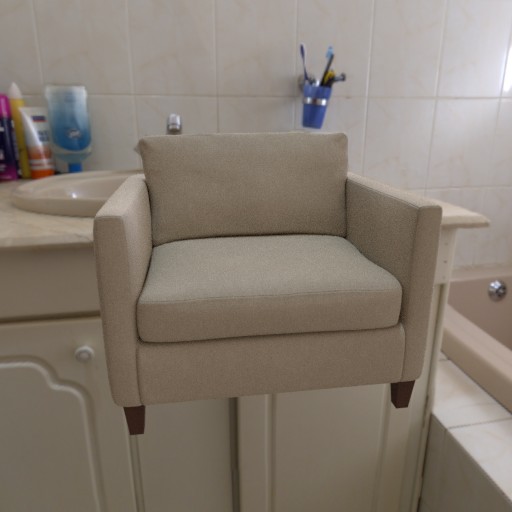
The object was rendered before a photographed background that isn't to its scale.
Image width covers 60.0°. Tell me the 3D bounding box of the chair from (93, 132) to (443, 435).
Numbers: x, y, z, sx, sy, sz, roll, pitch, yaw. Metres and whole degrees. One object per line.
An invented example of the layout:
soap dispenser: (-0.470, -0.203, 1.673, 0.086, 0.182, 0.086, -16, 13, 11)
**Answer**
chair: (0.000, 0.000, 1.819, 1.107, 0.961, 0.959, -3, 18, -8)
